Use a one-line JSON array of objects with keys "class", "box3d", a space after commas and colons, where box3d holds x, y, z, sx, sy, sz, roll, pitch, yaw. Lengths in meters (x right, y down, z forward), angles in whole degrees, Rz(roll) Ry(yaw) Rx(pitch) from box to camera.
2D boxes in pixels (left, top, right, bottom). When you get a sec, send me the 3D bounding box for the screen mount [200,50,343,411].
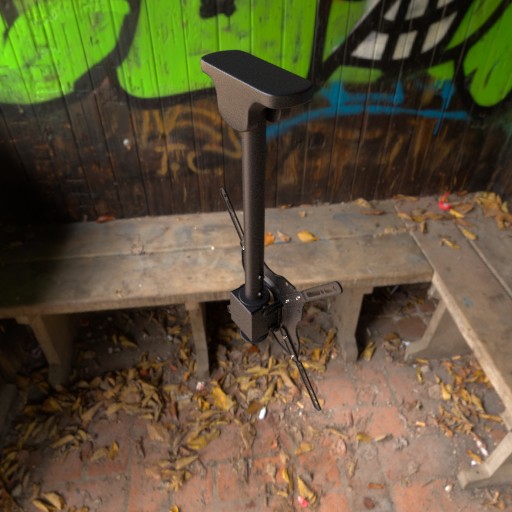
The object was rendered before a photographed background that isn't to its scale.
[{"class": "screen mount", "box3d": [0.000, 0.000, 0.890, 0.090, 0.729, 0.393, -25, 47, -26]}]
